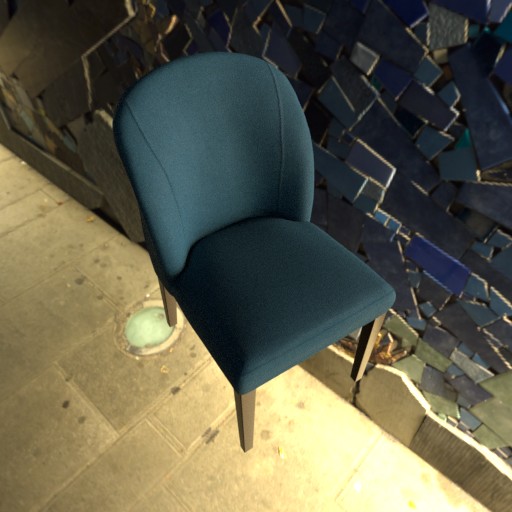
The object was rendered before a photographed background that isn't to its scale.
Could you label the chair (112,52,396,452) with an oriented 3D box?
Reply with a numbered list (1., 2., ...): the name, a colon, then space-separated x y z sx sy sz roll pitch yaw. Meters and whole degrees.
1. chair: 0.000 0.000 1.216 0.507 0.879 0.620 -24 50 -22
